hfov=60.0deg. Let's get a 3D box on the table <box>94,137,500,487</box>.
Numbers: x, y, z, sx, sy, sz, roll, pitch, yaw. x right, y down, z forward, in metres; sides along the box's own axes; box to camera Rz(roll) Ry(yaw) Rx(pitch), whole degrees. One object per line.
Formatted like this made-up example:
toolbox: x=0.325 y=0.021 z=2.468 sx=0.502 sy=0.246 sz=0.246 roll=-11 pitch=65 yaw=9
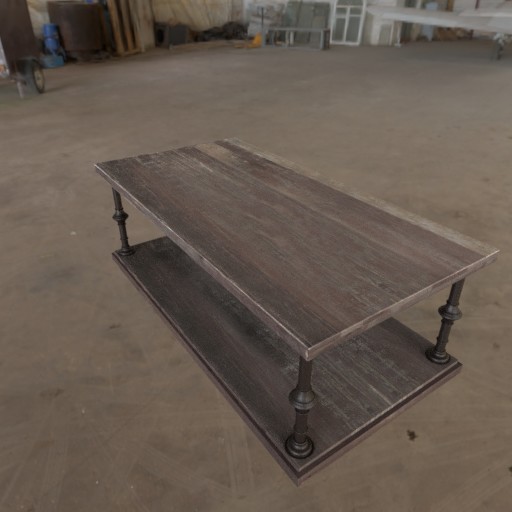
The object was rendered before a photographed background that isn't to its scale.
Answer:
table: x=0.000 y=0.000 z=1.321 sx=0.554 sy=0.373 sz=1.088 roll=-19 pitch=36 yaw=-29
